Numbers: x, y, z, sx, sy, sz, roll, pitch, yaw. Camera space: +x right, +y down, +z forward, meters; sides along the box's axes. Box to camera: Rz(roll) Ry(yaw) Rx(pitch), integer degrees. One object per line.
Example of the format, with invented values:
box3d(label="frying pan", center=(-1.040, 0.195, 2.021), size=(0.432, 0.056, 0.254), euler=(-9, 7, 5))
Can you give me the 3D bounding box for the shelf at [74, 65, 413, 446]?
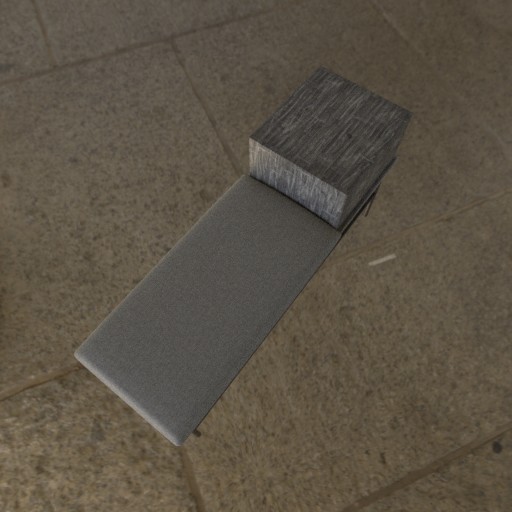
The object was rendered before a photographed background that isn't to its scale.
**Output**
box3d(label="shelf", center=(0.000, 0.000, 1.669), size=(0.457, 0.633, 1.342), euler=(34, 68, 16))
